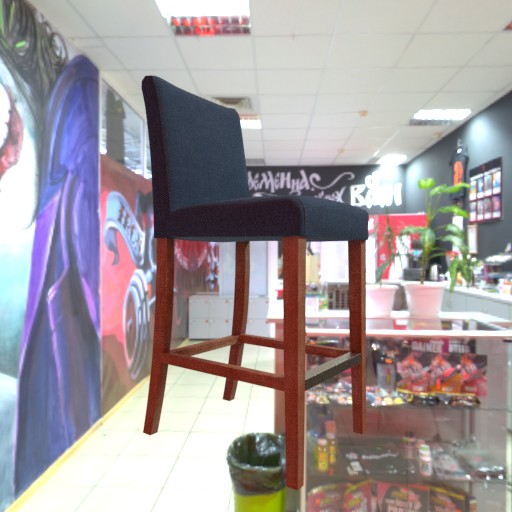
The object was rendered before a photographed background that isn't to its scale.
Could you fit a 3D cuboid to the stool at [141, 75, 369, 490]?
[{"bbox_3d":[0.000,0.000,1.358,0.574,1.088,0.454,0,1,36],"label":"stool"}]
